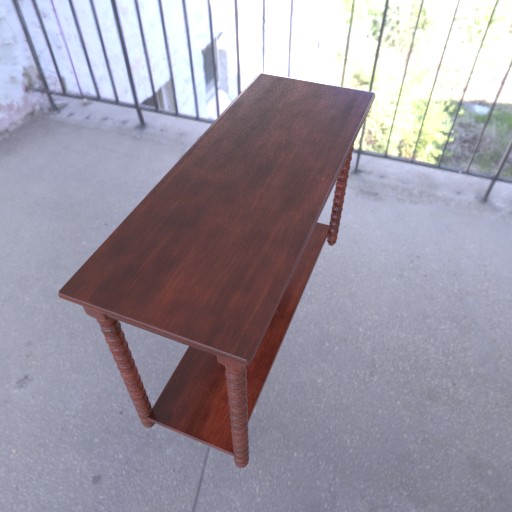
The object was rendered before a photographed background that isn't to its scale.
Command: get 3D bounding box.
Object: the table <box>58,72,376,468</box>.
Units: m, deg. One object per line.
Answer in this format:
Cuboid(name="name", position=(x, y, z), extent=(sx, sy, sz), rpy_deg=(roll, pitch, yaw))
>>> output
Cuboid(name="table", position=(0.000, 0.000, 1.536), extent=(0.459, 0.740, 1.184), rpy_deg=(16, 48, 15))
